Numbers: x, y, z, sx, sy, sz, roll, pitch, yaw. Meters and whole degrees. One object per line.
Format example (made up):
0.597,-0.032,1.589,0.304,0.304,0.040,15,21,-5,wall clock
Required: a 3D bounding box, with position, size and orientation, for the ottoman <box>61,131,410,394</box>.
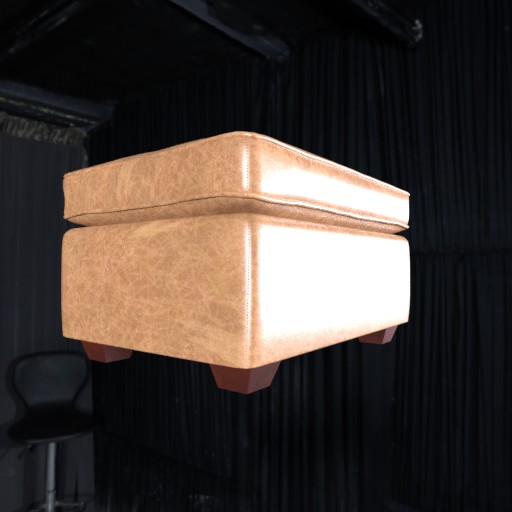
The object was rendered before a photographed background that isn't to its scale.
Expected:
0.000,0.000,1.118,0.554,0.468,0.756,-1,-2,37,ottoman
